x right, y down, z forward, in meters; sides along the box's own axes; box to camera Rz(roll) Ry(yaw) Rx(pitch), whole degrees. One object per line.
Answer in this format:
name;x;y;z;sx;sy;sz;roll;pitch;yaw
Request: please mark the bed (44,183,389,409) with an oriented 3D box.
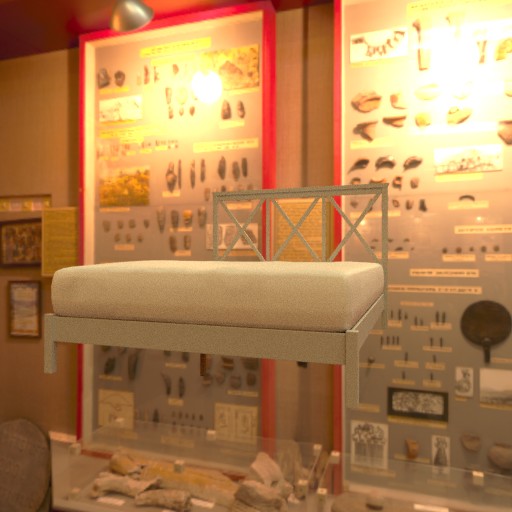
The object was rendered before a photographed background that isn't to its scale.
bed;0.000;0.000;3.094;1.673;1.253;2.135;0;0;20
